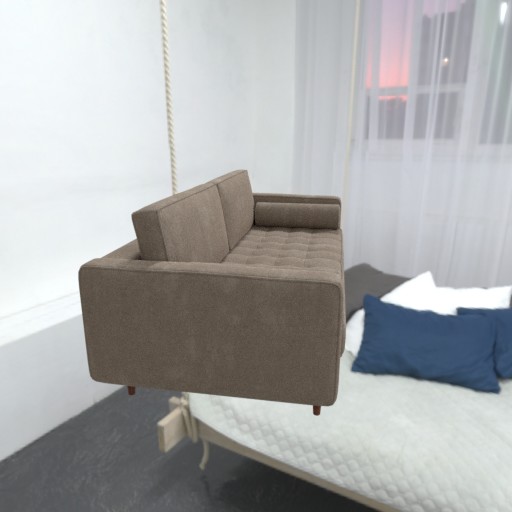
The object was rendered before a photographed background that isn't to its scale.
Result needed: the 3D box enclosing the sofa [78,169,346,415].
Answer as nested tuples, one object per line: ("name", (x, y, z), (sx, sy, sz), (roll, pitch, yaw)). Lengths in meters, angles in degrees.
("sofa", (0.000, 0.000, 2.343), (0.920, 0.769, 1.883), (3, 16, 10))
